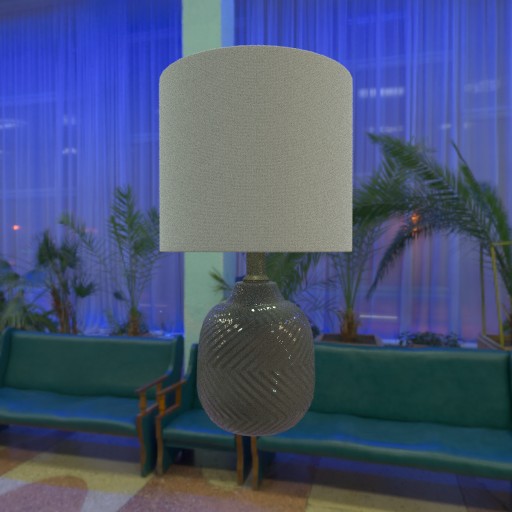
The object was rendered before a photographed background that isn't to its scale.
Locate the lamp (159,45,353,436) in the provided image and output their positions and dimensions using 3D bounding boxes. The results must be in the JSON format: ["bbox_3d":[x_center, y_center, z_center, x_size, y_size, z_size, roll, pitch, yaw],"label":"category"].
[{"bbox_3d":[0.000,0.000,0.487,0.207,0.366,0.207,0,1,17],"label":"lamp"}]
